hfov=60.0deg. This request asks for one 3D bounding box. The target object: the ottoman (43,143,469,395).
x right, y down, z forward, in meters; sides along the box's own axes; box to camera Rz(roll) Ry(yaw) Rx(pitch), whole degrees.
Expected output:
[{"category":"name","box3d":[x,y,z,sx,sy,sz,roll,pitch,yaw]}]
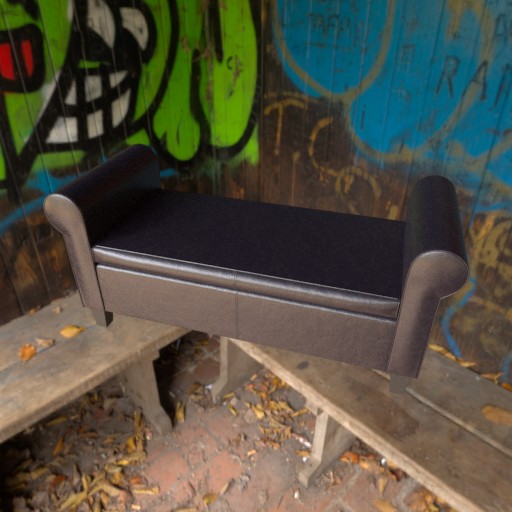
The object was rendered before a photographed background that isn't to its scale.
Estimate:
[{"category":"ottoman","box3d":[0.000,0.000,1.562,1.256,0.547,0.521,9,34,14]}]
